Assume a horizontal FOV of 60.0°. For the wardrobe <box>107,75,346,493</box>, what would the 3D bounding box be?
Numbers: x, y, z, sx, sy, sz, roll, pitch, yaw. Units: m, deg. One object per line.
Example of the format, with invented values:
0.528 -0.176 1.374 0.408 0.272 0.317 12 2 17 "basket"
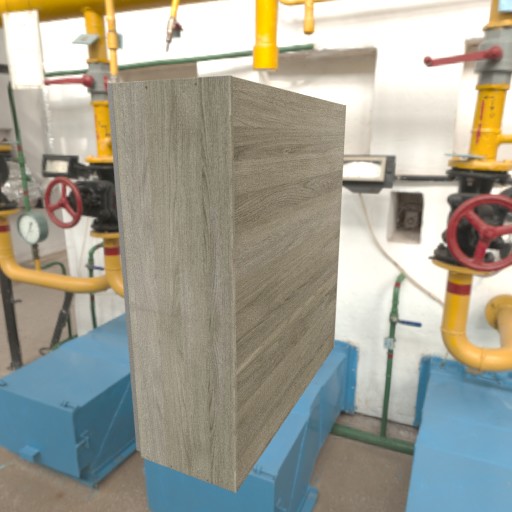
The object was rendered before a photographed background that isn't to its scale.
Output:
0.000 0.000 2.875 0.629 1.960 1.780 7 16 25 "wardrobe"
